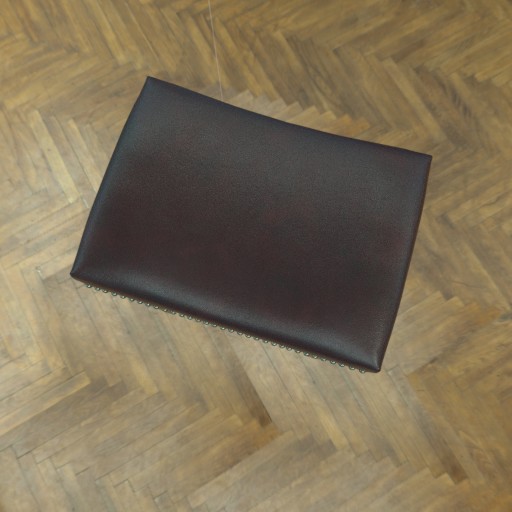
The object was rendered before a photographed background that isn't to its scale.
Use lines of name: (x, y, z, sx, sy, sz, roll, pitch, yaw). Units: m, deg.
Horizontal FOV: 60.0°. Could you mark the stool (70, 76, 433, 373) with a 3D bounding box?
stool: (0.000, 0.000, 1.030, 0.504, 0.742, 0.372, 17, 79, 3)
